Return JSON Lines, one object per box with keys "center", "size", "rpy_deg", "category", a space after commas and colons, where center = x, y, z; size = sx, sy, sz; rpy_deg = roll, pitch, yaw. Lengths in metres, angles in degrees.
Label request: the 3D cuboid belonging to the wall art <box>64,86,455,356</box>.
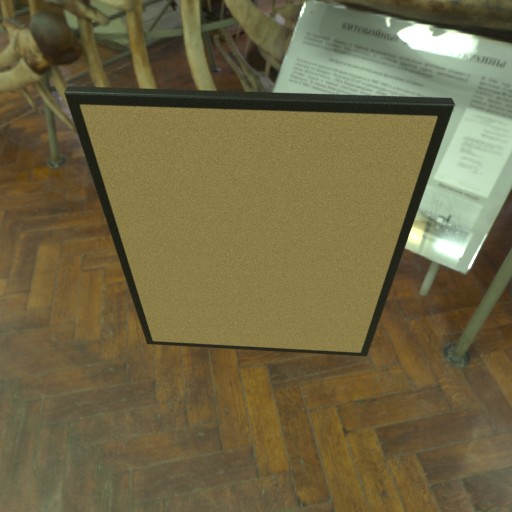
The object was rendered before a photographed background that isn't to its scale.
{"center": [0.000, 0.000, 0.760], "size": [0.481, 0.582, 0.018], "rpy_deg": [3, 47, 3], "category": "wall art"}
